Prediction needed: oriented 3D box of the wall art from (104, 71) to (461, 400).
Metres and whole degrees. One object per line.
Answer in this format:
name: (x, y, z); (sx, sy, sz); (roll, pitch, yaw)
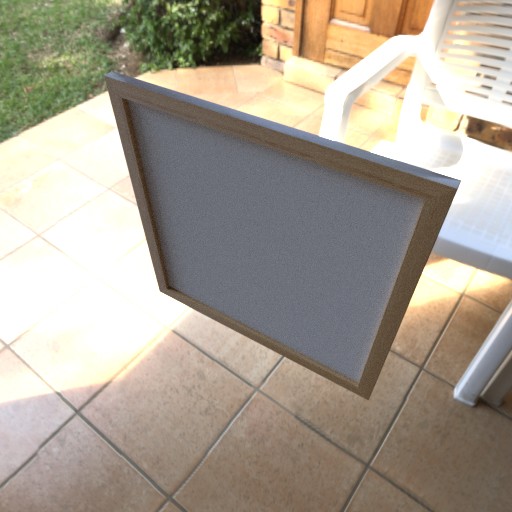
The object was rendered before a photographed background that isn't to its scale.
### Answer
wall art: (0.000, 0.000, 1.124); (0.762, 0.762, 0.027); (24, 52, 21)
